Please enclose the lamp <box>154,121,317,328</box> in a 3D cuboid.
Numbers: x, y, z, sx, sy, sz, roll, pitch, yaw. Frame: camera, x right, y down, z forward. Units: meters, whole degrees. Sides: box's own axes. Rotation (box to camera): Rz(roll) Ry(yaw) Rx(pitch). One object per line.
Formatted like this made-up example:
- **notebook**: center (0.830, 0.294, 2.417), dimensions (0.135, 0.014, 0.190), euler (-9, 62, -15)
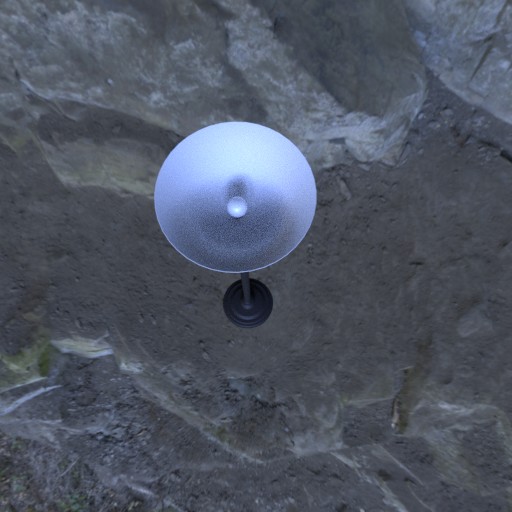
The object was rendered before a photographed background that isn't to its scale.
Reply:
- **lamp**: center (0.000, 0.000, 1.993), dimensions (0.405, 1.793, 0.588), euler (33, 78, 8)
